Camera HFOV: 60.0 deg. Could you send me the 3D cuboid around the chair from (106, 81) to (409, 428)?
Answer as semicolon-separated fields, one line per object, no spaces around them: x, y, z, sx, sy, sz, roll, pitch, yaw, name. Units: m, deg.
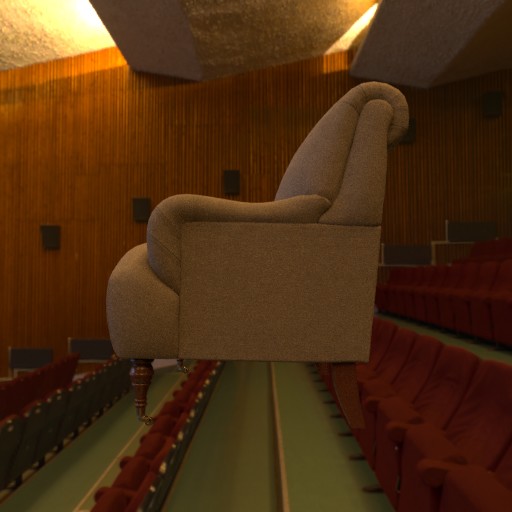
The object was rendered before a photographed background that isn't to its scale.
0.000;0.000;1.524;0.843;0.942;0.766;0;-2;0;chair
